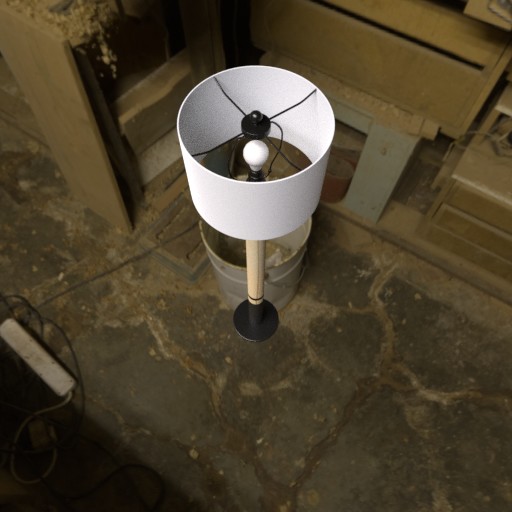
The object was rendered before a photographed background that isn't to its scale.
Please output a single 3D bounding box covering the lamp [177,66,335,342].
[{"bbox_3d":[0.000,0.000,1.706,0.381,1.478,0.381,32,67,15],"label":"lamp"}]
